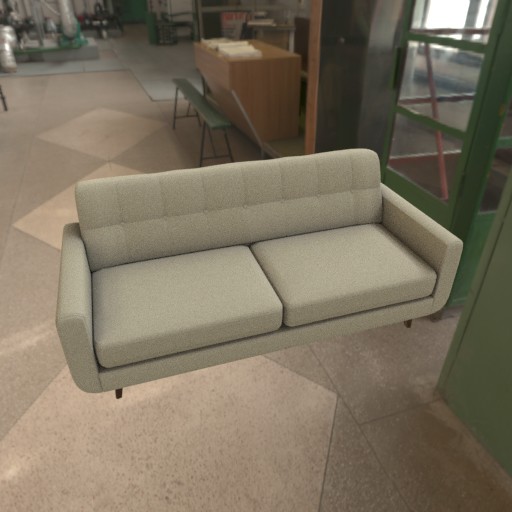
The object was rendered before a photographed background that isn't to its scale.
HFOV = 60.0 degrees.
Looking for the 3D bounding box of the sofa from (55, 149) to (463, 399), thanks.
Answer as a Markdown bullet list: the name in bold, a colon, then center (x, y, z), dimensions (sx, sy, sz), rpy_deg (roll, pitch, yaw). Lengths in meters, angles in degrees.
- **sofa**: center (0.000, 0.000, 2.644), dimensions (2.137, 0.892, 0.980), rpy_deg (-10, 34, -15)
